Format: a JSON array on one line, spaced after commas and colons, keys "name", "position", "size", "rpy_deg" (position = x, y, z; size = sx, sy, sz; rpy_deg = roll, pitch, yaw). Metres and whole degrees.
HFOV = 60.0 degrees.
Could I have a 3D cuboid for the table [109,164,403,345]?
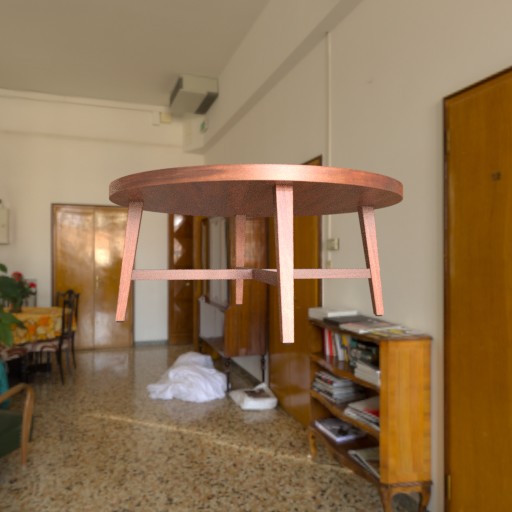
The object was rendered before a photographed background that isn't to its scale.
[{"name": "table", "position": [0.000, 0.000, 1.269], "size": [0.800, 0.360, 0.800], "rpy_deg": [0, 0, 0]}]
